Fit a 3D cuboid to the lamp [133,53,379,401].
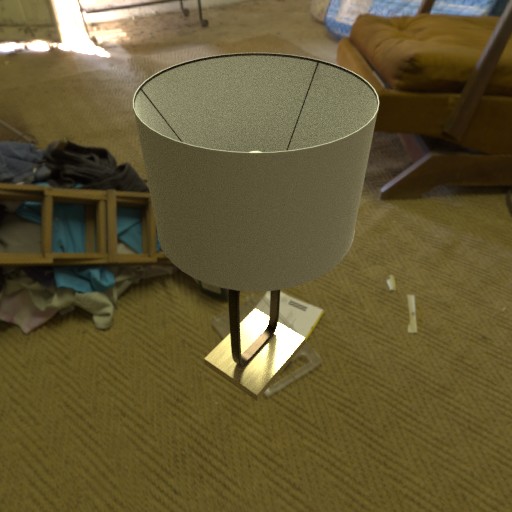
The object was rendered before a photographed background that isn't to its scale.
[{"bbox_3d":[0.000,0.000,0.681,0.279,0.508,0.279,27,49,27],"label":"lamp"}]
